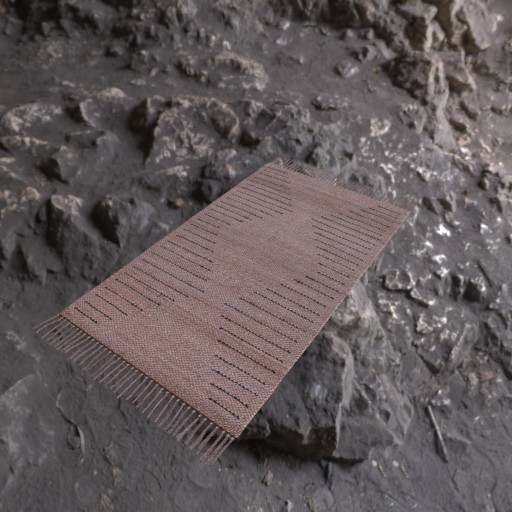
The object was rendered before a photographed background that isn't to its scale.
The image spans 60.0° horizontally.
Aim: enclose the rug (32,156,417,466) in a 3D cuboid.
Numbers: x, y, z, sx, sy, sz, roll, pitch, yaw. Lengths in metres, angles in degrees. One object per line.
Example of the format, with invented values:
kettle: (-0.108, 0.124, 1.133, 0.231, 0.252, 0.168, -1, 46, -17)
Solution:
rug: (0.000, 0.000, 2.024, 0.905, 0.017, 1.718, 25, 47, 26)
